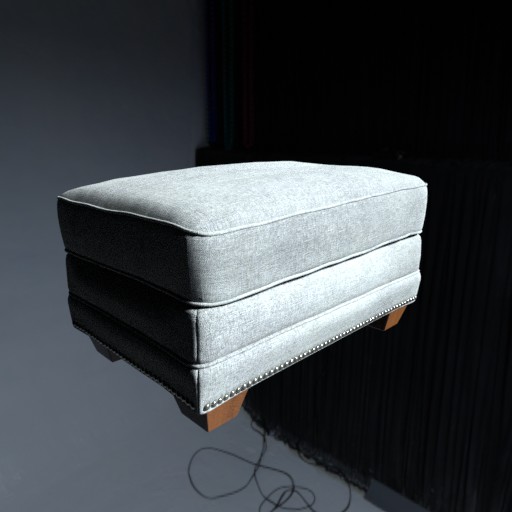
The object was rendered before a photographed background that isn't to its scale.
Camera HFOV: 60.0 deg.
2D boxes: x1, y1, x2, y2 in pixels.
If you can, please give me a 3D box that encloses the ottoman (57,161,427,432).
[{"bbox_3d":[0.000,0.000,1.148,0.813,0.457,0.561,-14,21,-43],"label":"ottoman"}]
